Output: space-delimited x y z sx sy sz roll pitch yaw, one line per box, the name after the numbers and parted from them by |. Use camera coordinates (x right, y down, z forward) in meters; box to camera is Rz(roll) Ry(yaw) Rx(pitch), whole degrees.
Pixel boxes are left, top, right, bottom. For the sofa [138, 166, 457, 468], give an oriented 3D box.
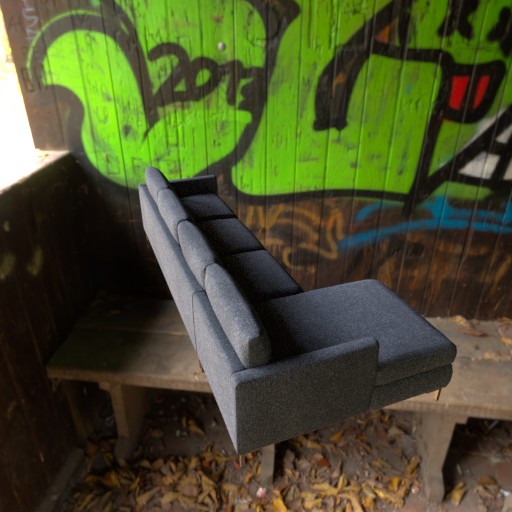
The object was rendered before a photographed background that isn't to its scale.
0.000 0.000 3.475 1.350 0.810 2.932 -11 31 -19 | sofa
